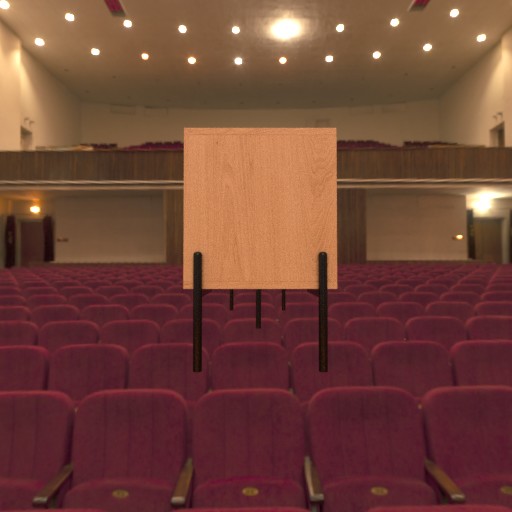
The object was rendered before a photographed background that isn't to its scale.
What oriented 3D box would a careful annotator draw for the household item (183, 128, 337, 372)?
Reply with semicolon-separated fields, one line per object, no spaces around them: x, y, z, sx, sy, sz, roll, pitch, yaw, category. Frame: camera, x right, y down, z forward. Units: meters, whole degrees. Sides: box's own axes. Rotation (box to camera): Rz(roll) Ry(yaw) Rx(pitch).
0.000;0.000;1.849;0.400;0.600;1.550;0;-1;0;household item
